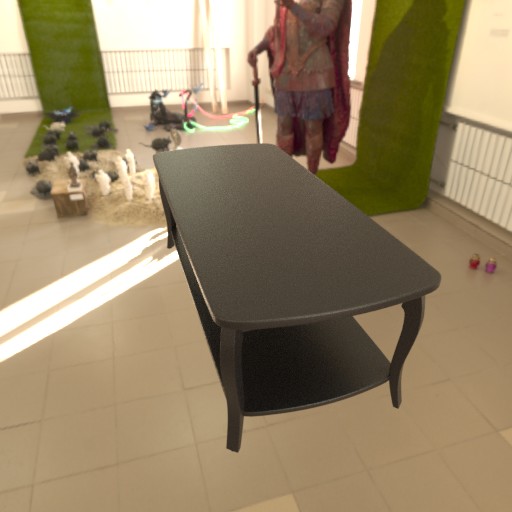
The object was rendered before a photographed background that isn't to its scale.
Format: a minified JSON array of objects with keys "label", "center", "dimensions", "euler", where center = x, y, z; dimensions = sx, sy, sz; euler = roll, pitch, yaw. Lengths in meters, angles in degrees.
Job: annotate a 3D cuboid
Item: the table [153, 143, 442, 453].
[{"label":"table","center":[0.000,0.000,1.614],"dimensions":[0.571,0.457,1.333],"euler":[-9,31,-15]}]
